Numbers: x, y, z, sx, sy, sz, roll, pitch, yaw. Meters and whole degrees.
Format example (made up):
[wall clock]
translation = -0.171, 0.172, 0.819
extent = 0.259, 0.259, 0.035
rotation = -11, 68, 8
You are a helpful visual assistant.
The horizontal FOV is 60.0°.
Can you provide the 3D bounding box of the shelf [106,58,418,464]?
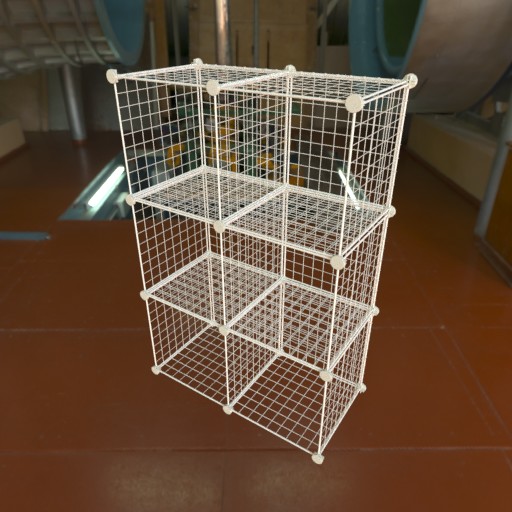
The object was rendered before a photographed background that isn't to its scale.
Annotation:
[shelf]
translation = 0.000, 0.000, 1.379
extent = 0.711, 1.067, 0.356
rotation = 18, 34, 29
